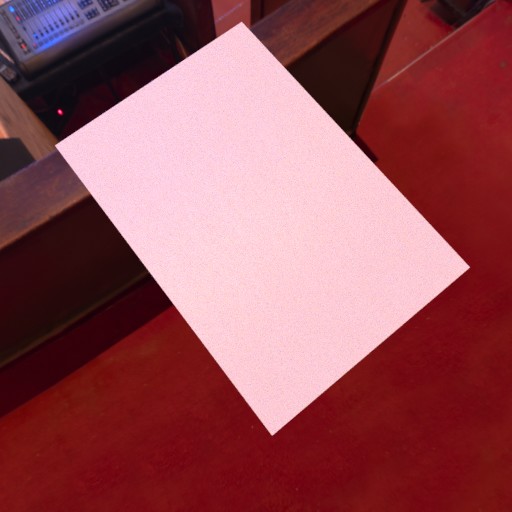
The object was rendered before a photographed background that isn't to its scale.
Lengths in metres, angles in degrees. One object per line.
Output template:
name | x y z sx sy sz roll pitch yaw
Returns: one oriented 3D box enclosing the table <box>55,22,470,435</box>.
table | 0.000 0.000 1.074 0.406 0.711 0.589 -38 79 -9
